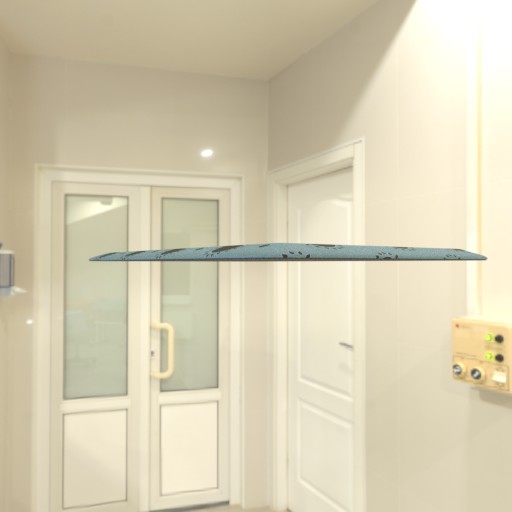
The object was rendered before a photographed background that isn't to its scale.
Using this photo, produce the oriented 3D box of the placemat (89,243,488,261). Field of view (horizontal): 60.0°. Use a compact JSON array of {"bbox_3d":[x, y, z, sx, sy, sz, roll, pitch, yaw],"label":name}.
[{"bbox_3d":[0.000,0.000,0.952,0.508,0.021,0.762,1,-1,-36],"label":"placemat"}]
